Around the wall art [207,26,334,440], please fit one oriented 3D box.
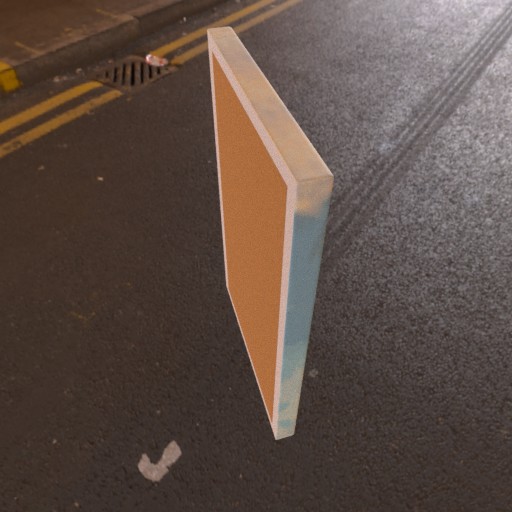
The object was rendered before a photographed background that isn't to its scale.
[{"bbox_3d":[0.000,0.000,0.764,0.038,0.610,0.401,-12,48,-11],"label":"wall art"}]
